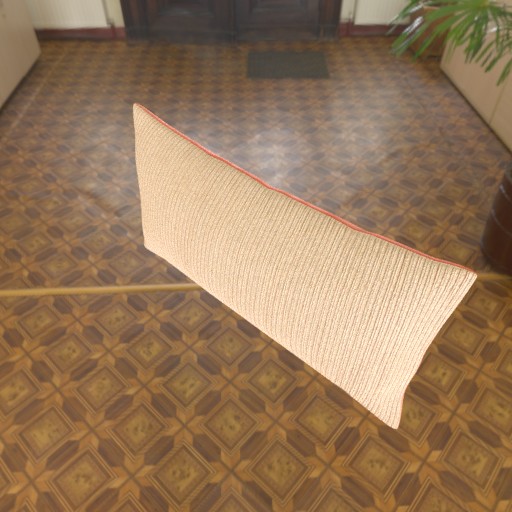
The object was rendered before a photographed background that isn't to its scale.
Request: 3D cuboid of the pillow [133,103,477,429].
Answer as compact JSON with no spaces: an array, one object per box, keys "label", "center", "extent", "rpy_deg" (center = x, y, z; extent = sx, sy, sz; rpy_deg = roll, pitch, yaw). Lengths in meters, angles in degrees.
[{"label":"pillow","center":[0.000,0.000,0.717],"extent":[0.608,0.307,0.155],"rpy_deg":[32,53,28]}]
